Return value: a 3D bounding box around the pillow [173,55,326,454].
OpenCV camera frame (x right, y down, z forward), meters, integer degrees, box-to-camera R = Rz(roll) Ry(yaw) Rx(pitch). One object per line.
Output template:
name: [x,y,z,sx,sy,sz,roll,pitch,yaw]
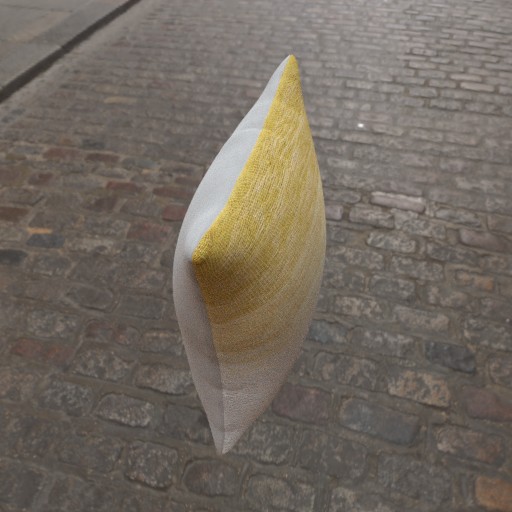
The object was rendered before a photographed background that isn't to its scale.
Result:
pillow: [0.000,0.000,0.686,0.211,0.450,0.450,10,47,10]
